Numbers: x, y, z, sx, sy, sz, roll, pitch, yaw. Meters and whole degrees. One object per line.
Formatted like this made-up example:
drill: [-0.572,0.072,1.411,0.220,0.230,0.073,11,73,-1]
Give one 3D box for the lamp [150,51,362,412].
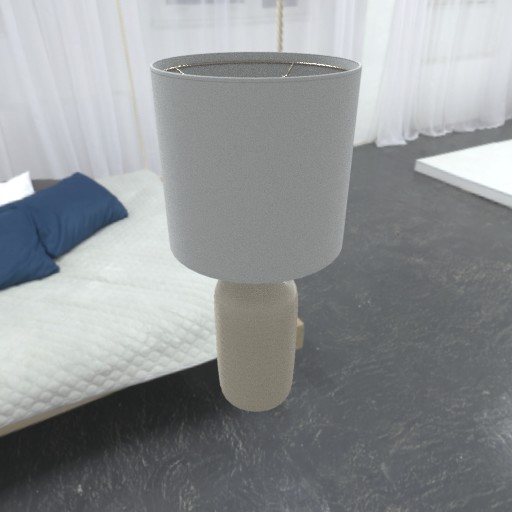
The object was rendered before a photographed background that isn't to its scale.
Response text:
lamp: [0.000,0.000,0.589,0.220,0.475,0.220,23,37,34]
